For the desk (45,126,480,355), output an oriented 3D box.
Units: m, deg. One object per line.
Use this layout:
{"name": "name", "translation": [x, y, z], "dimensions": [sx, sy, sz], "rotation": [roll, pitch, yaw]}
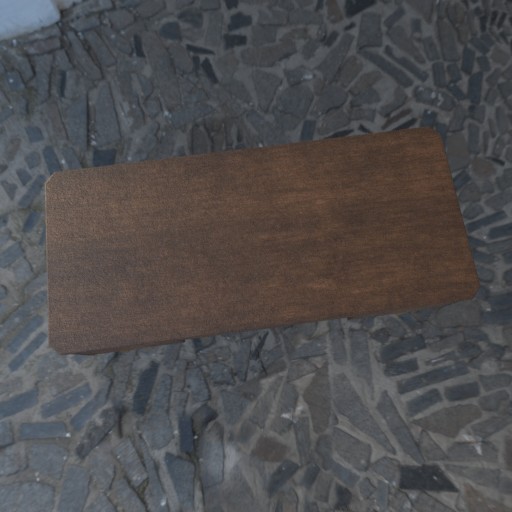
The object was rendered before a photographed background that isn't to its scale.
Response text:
{"name": "desk", "translation": [0.000, 0.000, 1.944], "dimensions": [1.479, 0.762, 0.684], "rotation": [-7, 76, -2]}
